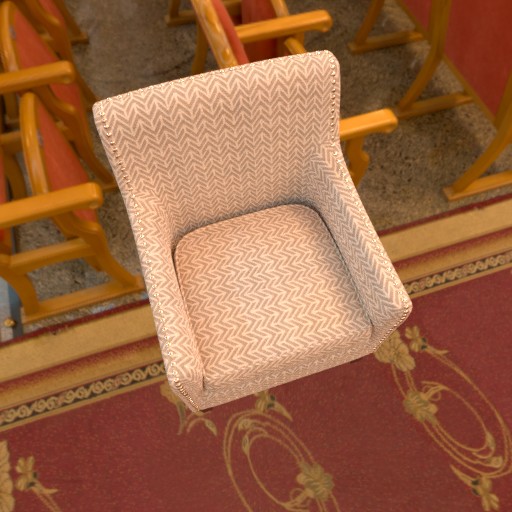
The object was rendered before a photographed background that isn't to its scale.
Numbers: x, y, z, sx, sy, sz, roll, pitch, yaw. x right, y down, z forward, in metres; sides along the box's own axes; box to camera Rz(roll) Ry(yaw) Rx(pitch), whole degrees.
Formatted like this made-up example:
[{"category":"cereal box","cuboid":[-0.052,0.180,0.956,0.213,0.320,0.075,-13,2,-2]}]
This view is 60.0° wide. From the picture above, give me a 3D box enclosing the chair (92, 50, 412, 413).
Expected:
[{"category":"chair","cuboid":[0.000,0.000,1.290,0.623,0.816,0.651,-16,64,-8]}]
